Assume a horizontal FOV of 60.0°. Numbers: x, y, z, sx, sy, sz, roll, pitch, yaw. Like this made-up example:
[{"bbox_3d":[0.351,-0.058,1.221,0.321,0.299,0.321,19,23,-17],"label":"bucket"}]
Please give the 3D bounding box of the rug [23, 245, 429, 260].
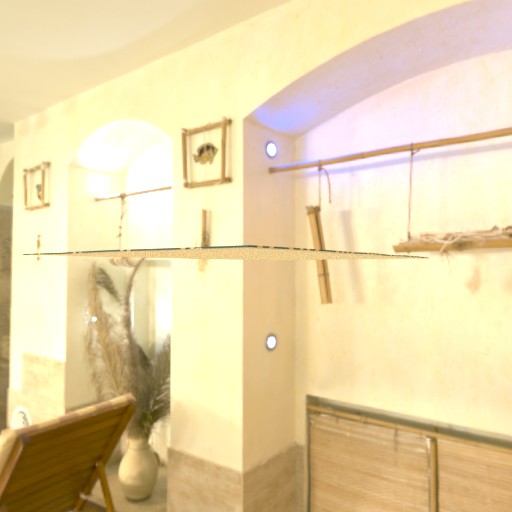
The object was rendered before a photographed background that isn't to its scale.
[{"bbox_3d":[0.000,0.000,2.750,1.524,0.013,2.135,-1,-2,36],"label":"rug"}]
